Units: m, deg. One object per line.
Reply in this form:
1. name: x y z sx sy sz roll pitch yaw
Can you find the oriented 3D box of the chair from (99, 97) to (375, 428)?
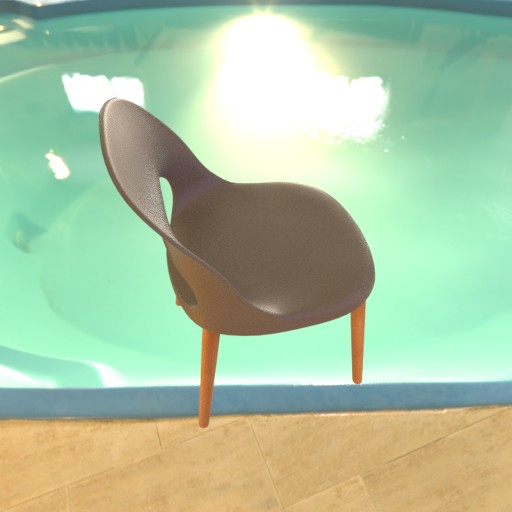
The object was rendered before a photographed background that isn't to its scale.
1. chair: 0.000 0.000 1.099 0.556 0.795 0.470 -12 48 -10
